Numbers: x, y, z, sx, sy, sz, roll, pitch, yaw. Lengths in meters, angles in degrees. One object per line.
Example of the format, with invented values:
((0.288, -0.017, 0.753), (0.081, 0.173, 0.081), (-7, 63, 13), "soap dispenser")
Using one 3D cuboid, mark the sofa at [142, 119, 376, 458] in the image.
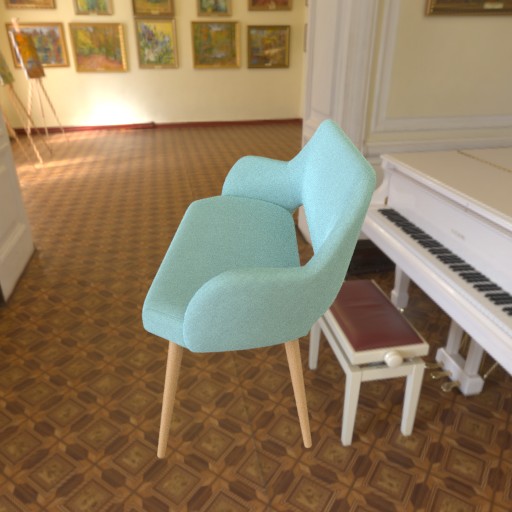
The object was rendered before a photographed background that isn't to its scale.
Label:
((0.000, 0.000, 1.591), (0.610, 0.840, 1.150), (1, 26, 1), "sofa")
